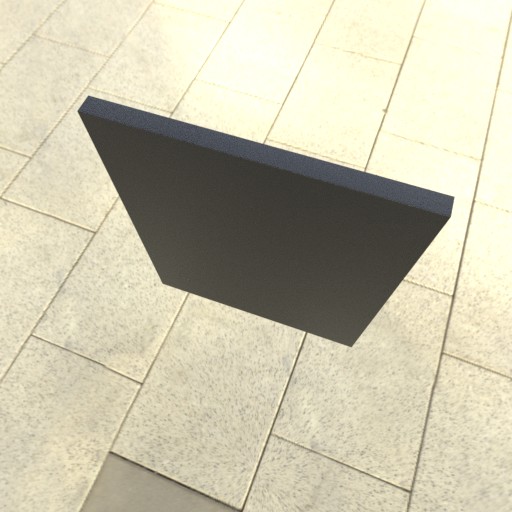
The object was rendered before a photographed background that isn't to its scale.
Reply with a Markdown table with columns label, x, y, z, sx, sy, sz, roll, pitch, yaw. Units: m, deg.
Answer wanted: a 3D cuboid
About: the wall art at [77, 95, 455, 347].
| label | x | y | z | sx | sy | sz | roll | pitch | yaw |
| --- | --- | --- | --- | --- | --- | --- | --- | --- | --- |
| wall art | 0.000 | 0.000 | 0.769 | 0.457 | 0.557 | 0.028 | 18 | 65 | 8 |
